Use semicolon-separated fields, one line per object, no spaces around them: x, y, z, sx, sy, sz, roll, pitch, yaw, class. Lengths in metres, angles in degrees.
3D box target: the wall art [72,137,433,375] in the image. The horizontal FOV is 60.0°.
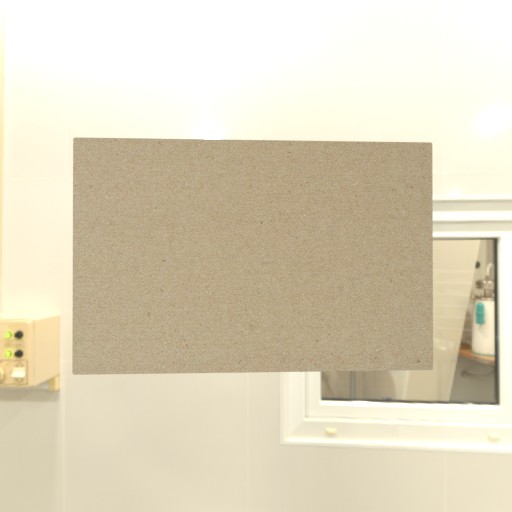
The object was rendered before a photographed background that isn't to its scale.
0.000;0.000;0.780;0.618;0.398;0.042;0;0;-3;wall art
